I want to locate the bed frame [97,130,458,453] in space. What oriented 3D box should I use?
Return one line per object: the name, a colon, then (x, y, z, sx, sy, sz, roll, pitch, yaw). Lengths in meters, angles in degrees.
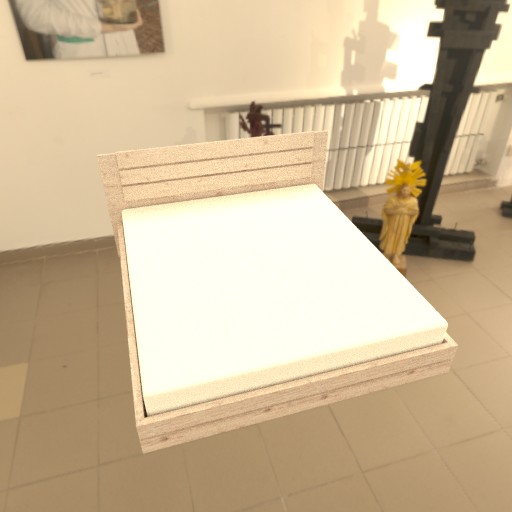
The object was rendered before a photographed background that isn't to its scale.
bed frame: (0.000, 0.000, 3.131, 1.950, 0.970, 2.080, -10, 36, -14)
